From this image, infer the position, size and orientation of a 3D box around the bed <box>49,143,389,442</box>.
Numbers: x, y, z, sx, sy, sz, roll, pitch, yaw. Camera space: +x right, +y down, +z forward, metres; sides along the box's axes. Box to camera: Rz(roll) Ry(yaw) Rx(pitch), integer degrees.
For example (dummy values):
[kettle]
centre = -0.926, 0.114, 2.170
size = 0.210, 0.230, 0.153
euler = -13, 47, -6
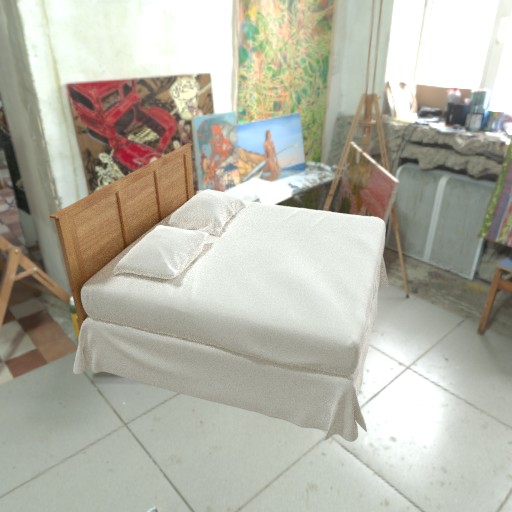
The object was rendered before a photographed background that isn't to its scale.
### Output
[bed]
centre = 0.000, 0.000, 3.748
size = 2.215, 1.270, 2.317
euler = 9, 30, 17
